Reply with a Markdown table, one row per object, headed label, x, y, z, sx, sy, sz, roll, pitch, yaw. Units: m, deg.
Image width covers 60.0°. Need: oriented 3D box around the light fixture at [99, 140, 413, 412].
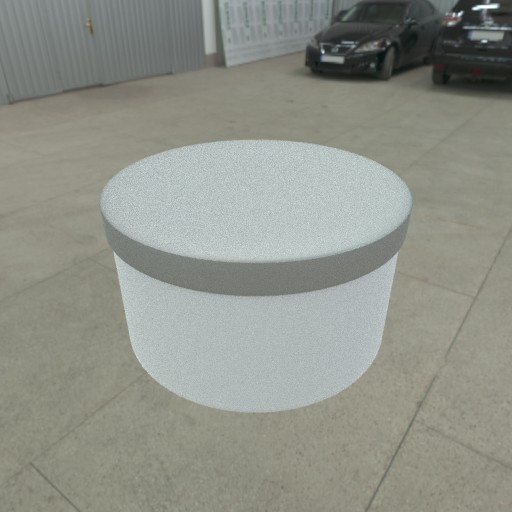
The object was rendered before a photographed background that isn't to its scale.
| label | x | y | z | sx | sy | sz | roll | pitch | yaw |
| --- | --- | --- | --- | --- | --- | --- | --- | --- | --- |
| light fixture | 0.000 | 0.000 | 0.638 | 0.393 | 0.229 | 0.393 | 0 | 31 | 0 |
